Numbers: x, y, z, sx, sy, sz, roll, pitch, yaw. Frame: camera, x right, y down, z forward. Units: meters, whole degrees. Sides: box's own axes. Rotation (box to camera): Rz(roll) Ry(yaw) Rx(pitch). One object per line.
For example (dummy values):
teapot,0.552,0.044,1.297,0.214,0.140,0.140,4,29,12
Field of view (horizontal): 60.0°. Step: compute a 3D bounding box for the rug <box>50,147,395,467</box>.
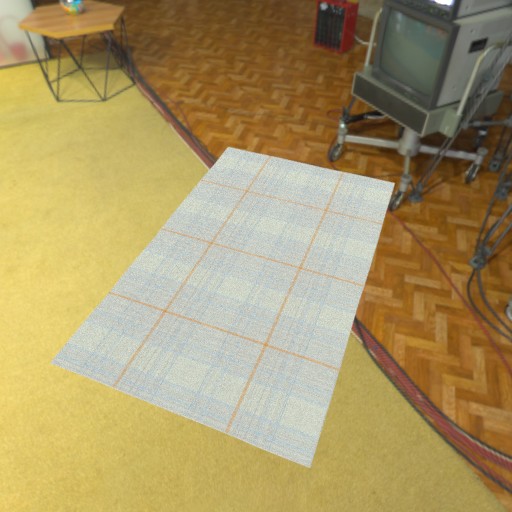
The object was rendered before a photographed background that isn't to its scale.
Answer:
rug,0.000,0.000,3.096,1.527,0.016,2.442,16,47,15
